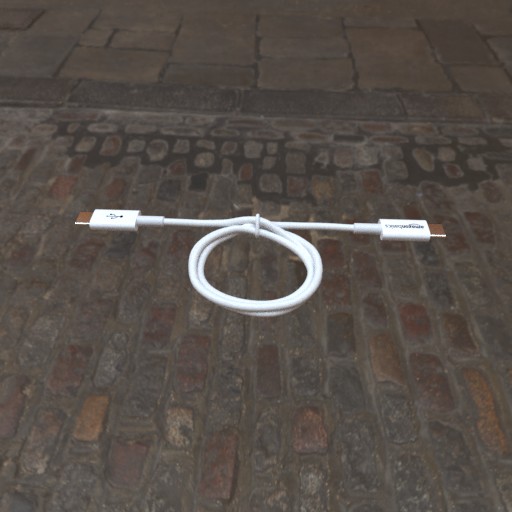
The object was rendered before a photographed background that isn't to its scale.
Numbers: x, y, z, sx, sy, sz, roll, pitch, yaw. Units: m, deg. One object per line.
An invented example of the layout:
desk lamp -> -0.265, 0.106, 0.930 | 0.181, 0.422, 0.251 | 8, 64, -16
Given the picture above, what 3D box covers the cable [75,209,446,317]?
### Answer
cable -> 0.000, 0.000, 0.225 | 0.203, 0.014, 0.070 | 2, 46, 2
